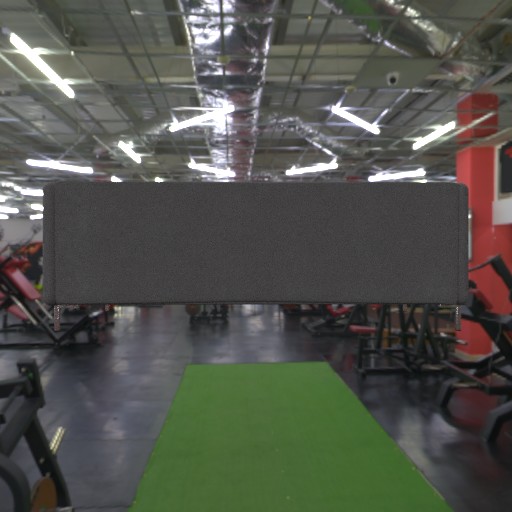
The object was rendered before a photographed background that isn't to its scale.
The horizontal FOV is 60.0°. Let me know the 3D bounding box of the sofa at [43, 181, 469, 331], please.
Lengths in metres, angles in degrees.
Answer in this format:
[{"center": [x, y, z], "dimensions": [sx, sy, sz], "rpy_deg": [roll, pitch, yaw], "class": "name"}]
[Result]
[{"center": [0.000, 0.000, 2.675], "dimensions": [2.209, 0.771, 0.895], "rpy_deg": [0, 0, -1], "class": "sofa"}]
